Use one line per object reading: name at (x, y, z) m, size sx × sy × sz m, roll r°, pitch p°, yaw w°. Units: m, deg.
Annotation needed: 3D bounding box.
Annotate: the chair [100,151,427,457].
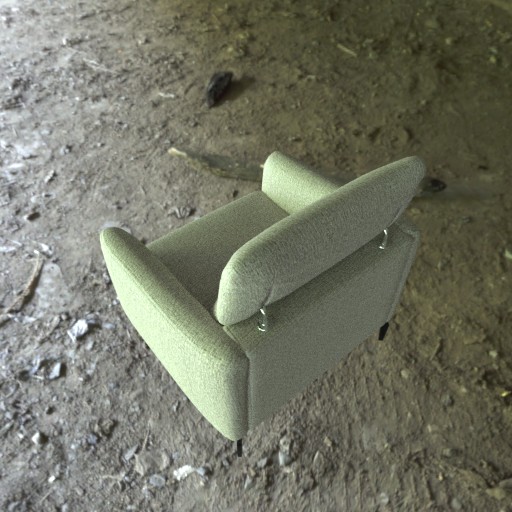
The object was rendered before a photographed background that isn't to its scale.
chair at (0.000, 0.000, 1.716) m, size 0.972 × 0.967 × 0.835 m, roll -30°, pitch 52°, yaw -26°
